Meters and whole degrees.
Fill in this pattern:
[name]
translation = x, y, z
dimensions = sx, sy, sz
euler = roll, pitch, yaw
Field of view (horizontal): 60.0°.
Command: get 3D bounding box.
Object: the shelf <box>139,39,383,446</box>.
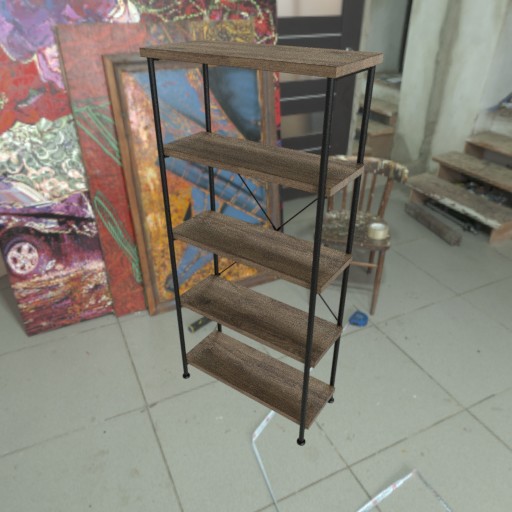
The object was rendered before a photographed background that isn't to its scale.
[shelf]
translation = 0.000, 0.000, 2.006
dimensions = 0.800, 1.700, 0.360
euler = 20, 36, 29
